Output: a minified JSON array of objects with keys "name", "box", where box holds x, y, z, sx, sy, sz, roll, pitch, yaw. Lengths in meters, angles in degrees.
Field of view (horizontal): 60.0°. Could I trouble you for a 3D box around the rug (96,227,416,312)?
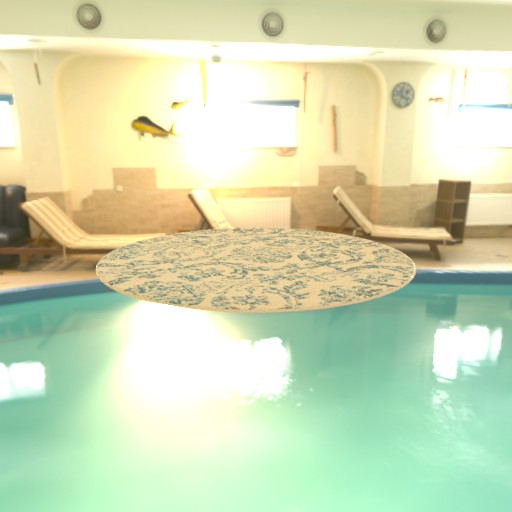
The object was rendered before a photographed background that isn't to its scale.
[{"name":"rug","box":[0.000,0.000,2.335,1.593,0.012,1.593,0,14,0]}]
